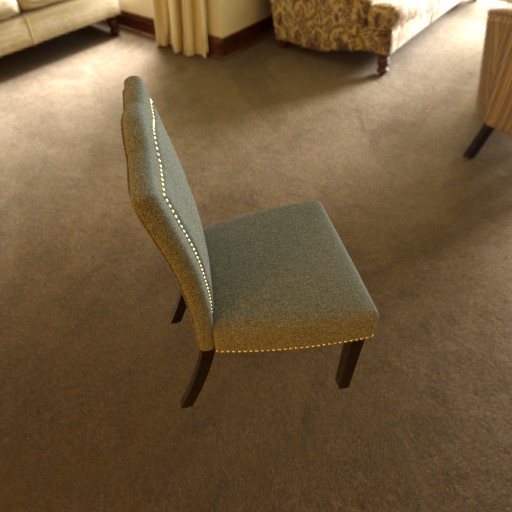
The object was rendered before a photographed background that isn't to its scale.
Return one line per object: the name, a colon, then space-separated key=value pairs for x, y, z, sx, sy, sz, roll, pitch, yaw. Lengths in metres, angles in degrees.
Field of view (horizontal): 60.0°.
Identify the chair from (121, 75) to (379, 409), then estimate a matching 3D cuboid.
chair: x=0.000 y=0.000 z=1.288 sx=0.589 sy=0.946 sz=0.518 roll=-10 pitch=47 yaw=-9
